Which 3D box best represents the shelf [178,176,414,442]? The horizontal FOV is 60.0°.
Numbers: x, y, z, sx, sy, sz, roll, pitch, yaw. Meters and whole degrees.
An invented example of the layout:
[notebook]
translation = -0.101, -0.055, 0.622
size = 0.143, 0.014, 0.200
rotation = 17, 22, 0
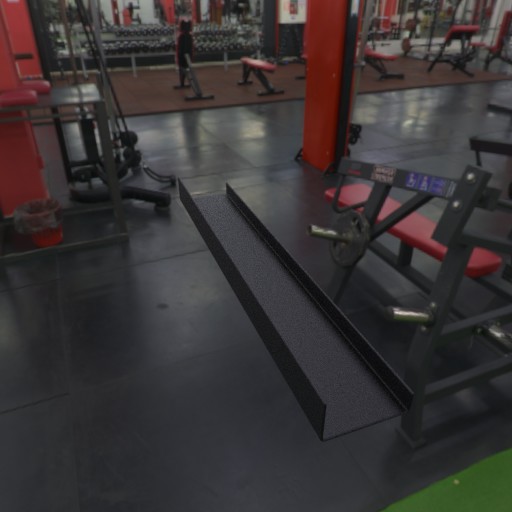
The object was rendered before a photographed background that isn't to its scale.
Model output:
[shelf]
translation = 0.000, 0.000, 0.660
size = 0.102, 0.053, 0.605
rotation = -11, 32, -18
